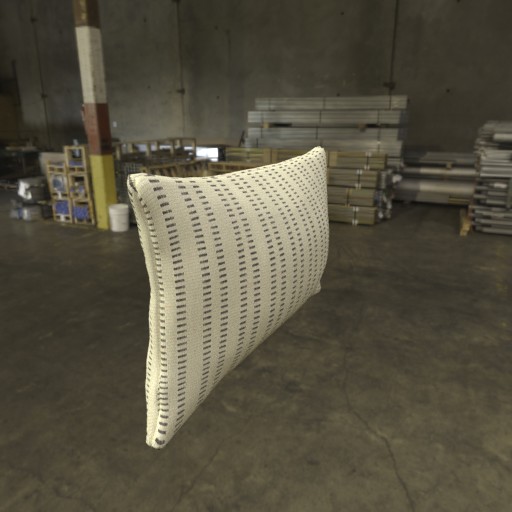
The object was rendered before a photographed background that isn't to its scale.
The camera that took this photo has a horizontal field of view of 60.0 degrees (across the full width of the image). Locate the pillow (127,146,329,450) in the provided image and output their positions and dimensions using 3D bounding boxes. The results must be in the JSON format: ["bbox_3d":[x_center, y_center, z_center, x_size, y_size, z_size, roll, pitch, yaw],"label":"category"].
[{"bbox_3d":[0.000,0.000,0.793,0.210,0.353,0.640,8,19,25],"label":"pillow"}]
